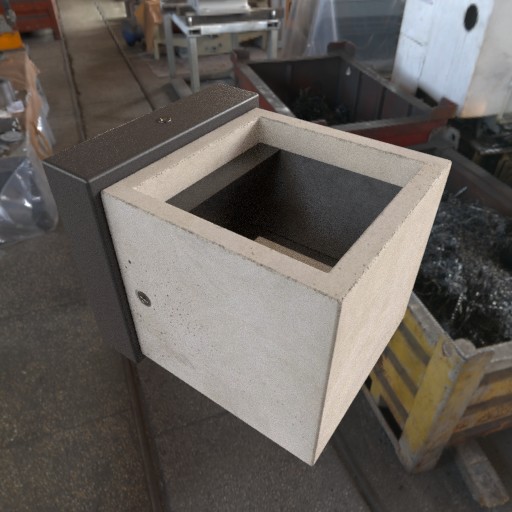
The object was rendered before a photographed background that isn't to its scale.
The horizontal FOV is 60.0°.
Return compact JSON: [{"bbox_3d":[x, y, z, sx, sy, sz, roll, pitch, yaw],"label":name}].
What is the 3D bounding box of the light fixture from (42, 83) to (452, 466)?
[{"bbox_3d":[0.000,0.000,0.235,0.143,0.121,0.121,24,46,26],"label":"light fixture"}]
